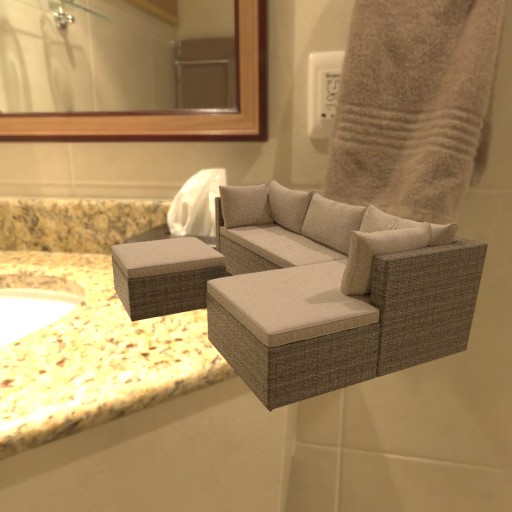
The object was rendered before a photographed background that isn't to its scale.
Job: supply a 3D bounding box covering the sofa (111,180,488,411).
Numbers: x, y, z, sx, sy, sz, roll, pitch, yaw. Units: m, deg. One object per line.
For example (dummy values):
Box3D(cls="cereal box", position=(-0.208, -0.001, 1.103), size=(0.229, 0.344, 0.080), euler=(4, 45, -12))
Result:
Box3D(cls="sofa", position=(0.000, 0.000, 2.997), size=(1.662, 0.766, 2.192), euler=(-8, 18, -25))
